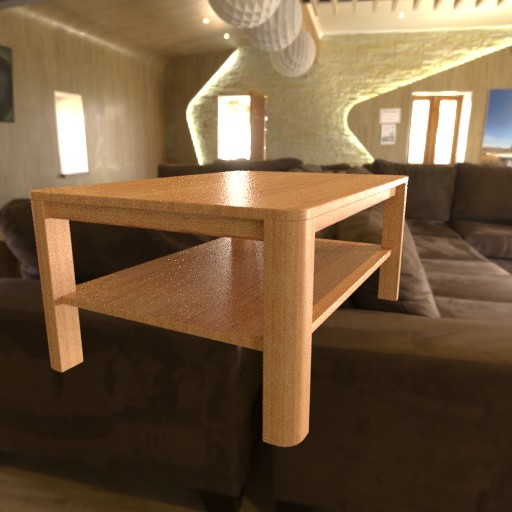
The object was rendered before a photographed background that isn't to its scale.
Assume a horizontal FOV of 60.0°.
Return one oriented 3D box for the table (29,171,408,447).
[{"bbox_3d":[0.000,0.000,1.342,0.696,0.445,0.997,7,16,27],"label":"table"}]
